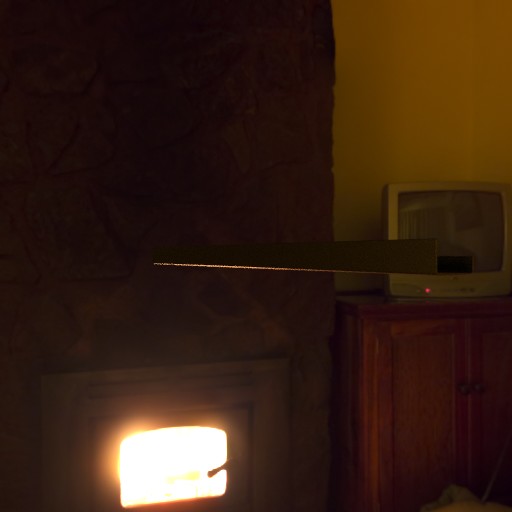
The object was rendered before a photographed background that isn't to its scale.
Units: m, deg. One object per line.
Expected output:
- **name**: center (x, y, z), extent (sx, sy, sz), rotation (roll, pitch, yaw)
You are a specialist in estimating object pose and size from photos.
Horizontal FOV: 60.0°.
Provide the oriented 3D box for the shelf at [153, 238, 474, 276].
- **shelf**: center (0.000, 0.000, 0.973), extent (0.092, 0.049, 0.924), rotation (0, 0, -36)
